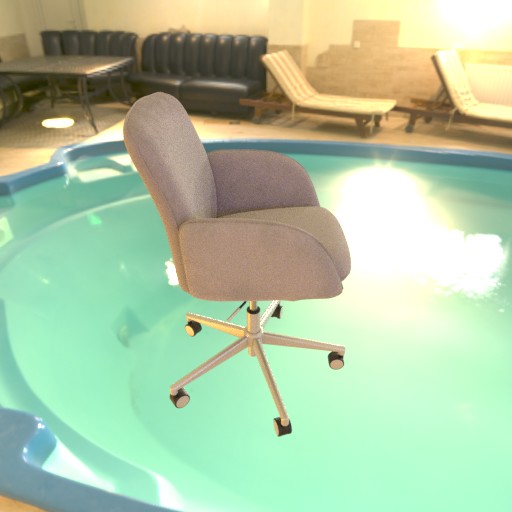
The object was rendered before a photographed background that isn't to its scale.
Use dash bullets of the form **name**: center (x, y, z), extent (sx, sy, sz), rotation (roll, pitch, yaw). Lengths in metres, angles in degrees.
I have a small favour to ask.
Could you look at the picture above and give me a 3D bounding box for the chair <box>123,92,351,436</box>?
- **chair**: center (0.000, 0.000, 1.420), extent (0.654, 0.959, 0.648), rotation (0, 31, 0)
